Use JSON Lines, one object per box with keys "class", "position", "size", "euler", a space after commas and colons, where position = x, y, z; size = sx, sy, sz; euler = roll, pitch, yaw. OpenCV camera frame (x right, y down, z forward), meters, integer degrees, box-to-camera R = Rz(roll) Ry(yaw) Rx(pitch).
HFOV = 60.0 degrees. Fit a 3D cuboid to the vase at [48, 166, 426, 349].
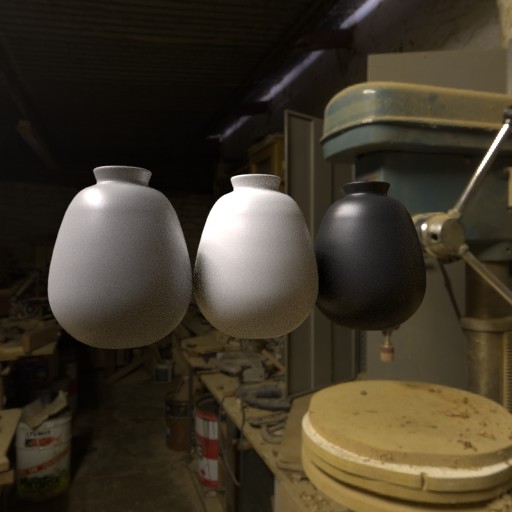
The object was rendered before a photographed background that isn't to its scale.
{"class": "vase", "position": [0.000, 0.000, 0.348], "size": [0.297, 0.122, 0.097], "euler": [0, 1, -19]}
